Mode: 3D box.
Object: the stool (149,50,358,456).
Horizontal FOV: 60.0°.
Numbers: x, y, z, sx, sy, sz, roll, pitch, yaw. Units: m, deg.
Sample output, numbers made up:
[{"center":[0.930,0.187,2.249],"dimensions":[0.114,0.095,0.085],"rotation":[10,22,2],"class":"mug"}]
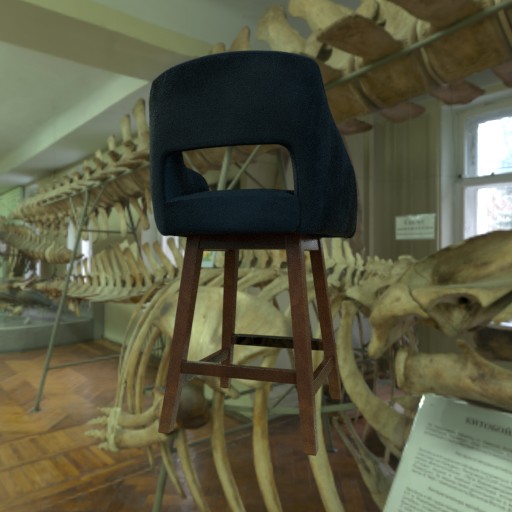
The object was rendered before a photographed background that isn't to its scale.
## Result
[{"center":[0.000,0.000,1.278],"dimensions":[0.550,0.940,0.560],"rotation":[0,1,19],"class":"stool"}]
